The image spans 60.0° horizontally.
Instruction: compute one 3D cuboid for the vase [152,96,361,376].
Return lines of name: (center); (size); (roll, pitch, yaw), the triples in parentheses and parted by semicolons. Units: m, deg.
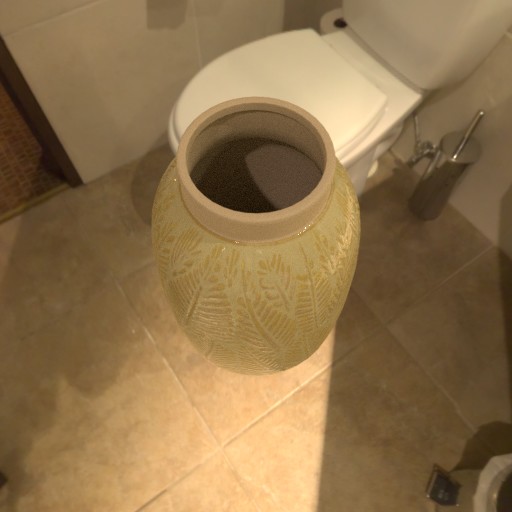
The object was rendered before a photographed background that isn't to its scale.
vase: (0.000, 0.000, 0.387); (0.172, 0.270, 0.172); (0, 63, 0)
